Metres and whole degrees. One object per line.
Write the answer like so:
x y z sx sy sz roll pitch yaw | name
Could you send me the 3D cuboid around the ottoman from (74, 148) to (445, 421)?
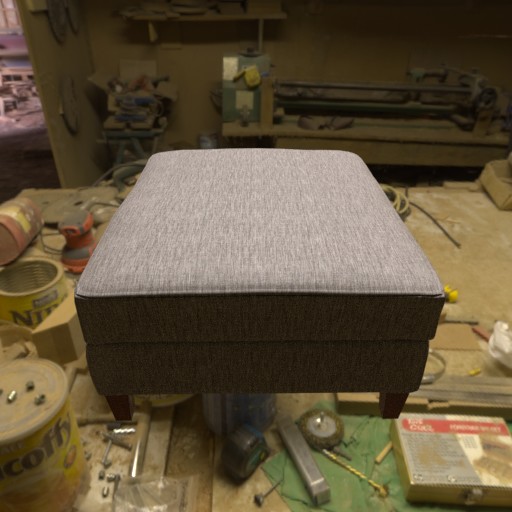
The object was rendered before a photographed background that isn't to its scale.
0.000 0.000 1.463 0.839 0.492 0.994 0 31 -1 | ottoman
